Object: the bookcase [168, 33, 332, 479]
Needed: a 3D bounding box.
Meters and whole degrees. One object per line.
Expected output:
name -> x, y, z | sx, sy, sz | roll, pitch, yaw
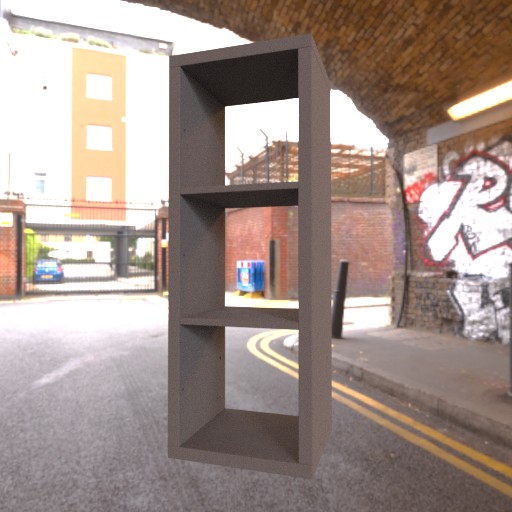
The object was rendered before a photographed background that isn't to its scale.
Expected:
bookcase -> 0.000, 0.000, 1.289 | 0.390, 1.080, 0.330 | 0, -1, 18
